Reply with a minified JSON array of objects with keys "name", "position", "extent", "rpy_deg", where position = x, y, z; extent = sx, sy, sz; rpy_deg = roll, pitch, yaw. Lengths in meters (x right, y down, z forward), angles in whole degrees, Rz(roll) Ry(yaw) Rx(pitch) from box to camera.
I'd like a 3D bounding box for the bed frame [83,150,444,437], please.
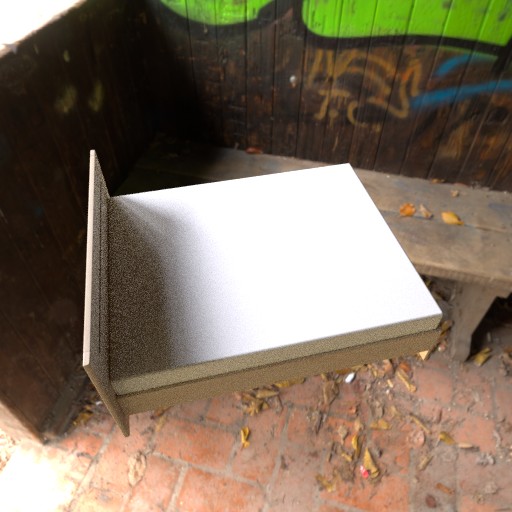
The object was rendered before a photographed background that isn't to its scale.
[{"name":"bed frame","position":[0.000,0.000,3.157],"extent":[2.080,0.900,1.800],"rpy_deg":[-10,48,-9]}]
